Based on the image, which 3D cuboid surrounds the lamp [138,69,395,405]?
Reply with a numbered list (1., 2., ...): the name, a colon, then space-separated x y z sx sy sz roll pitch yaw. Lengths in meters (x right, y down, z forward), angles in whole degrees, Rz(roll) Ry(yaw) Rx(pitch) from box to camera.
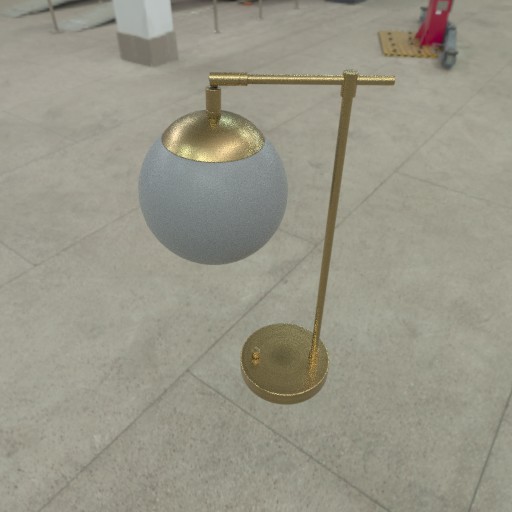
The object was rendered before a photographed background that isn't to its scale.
1. lamp: 0.000 0.000 0.694 0.324 0.559 0.207 1 39 1
